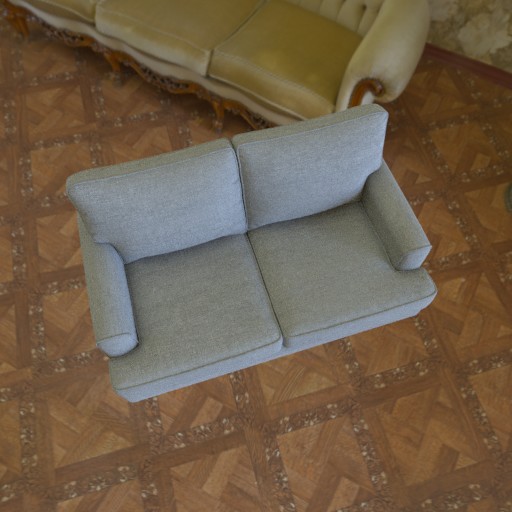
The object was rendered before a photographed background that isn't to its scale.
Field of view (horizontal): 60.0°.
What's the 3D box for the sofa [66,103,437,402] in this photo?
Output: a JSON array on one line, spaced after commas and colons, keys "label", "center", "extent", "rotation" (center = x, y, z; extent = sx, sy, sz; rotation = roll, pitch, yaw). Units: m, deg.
[{"label": "sofa", "center": [0.000, 0.000, 2.253], "extent": [1.651, 0.965, 0.965], "rotation": [-15, 64, -8]}]
